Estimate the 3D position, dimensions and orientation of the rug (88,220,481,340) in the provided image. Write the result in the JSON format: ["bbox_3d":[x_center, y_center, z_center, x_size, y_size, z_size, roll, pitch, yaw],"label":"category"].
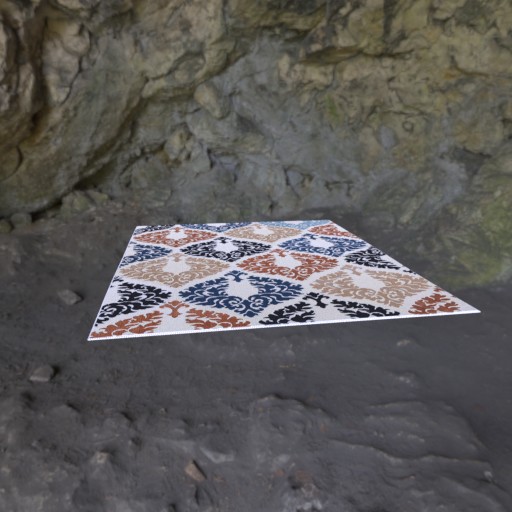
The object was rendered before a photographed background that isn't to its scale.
[{"bbox_3d":[0.000,0.000,4.090,2.423,0.014,3.040,-3,16,-9],"label":"rug"}]
